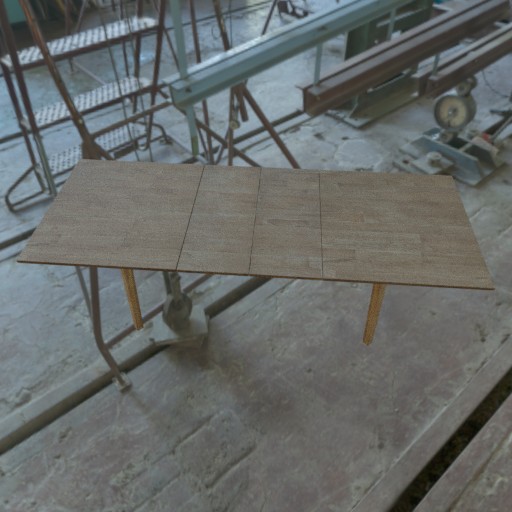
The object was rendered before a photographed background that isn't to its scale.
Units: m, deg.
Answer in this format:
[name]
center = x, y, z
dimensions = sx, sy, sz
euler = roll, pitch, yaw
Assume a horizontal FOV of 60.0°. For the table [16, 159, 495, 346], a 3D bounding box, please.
[table]
center = 0.000, 0.000, 3.017
dimensions = 2.603, 0.752, 1.000
euler = 3, 46, 3
